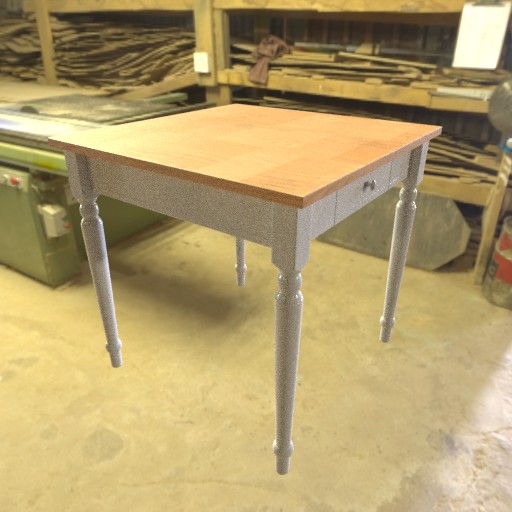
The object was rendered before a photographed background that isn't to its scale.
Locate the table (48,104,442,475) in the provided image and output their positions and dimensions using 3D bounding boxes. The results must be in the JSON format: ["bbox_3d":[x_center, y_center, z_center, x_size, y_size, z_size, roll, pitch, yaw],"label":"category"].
[{"bbox_3d":[0.000,0.000,1.342,0.747,0.738,0.747,19,32,32],"label":"table"}]
